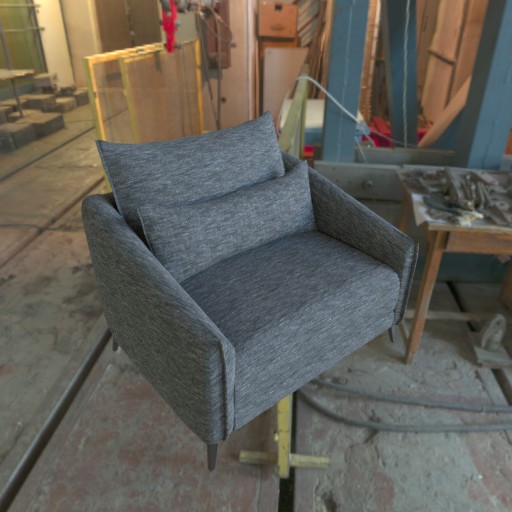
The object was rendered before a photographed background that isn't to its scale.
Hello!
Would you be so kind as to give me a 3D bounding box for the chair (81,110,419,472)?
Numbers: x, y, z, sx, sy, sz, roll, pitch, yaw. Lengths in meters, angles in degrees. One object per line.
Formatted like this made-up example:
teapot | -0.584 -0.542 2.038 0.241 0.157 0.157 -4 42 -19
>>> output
chair | 0.000 0.000 1.635 1.004 0.842 0.805 -22 36 -34
